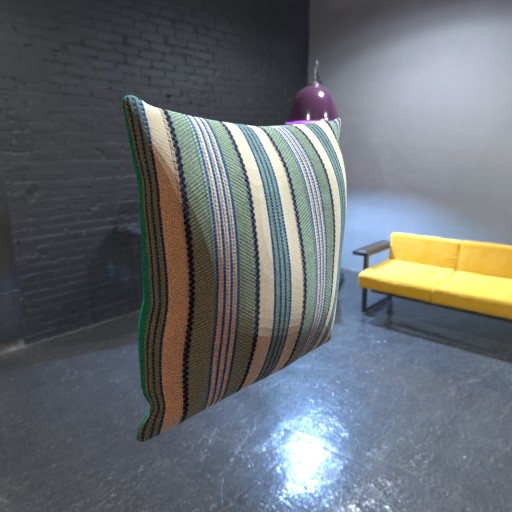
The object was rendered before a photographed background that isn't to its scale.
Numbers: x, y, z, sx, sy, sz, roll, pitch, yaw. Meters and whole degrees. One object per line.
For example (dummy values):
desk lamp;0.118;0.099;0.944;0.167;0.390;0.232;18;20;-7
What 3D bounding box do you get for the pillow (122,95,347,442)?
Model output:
pillow;0.000;0.000;0.686;0.182;0.441;0.440;13;19;42
